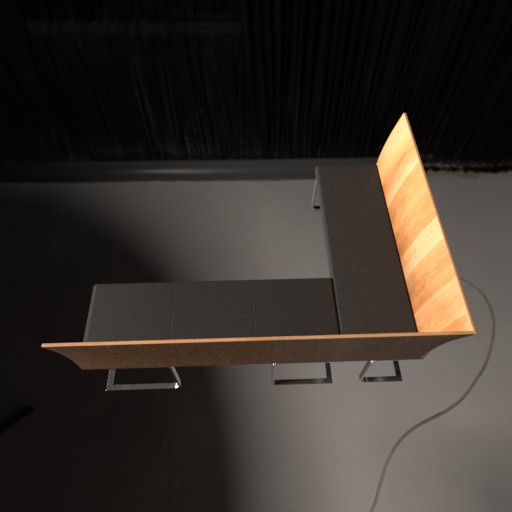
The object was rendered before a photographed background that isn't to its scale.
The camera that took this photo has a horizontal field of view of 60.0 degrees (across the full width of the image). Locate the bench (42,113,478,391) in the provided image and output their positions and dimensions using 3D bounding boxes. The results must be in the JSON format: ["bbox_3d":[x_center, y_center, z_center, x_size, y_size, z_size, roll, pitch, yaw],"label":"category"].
[{"bbox_3d":[0.000,0.000,2.769,1.945,0.930,1.495,-2,57,-1],"label":"bench"}]
